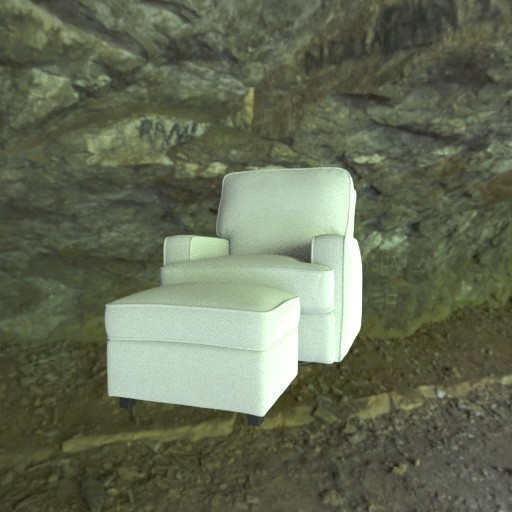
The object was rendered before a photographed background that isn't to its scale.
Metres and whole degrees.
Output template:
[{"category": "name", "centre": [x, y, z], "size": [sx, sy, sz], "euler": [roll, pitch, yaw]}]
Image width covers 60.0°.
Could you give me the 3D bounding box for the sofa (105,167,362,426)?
[{"category": "sofa", "centre": [0.000, 0.000, 2.010], "size": [0.861, 0.959, 1.472], "euler": [0, 2, 18]}]
